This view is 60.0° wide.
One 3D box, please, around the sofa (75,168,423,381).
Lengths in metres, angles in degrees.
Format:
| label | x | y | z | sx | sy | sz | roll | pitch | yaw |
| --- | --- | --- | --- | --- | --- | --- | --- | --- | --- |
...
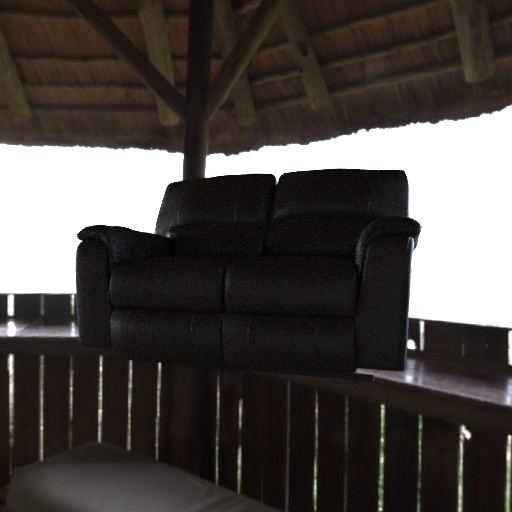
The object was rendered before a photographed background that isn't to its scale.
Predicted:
| label | x | y | z | sx | sy | sz | roll | pitch | yaw |
| --- | --- | --- | --- | --- | --- | --- | --- | --- | --- |
| sofa | 0.000 | 0.000 | 2.537 | 1.765 | 1.111 | 1.104 | 0 | 0 | 19 |
